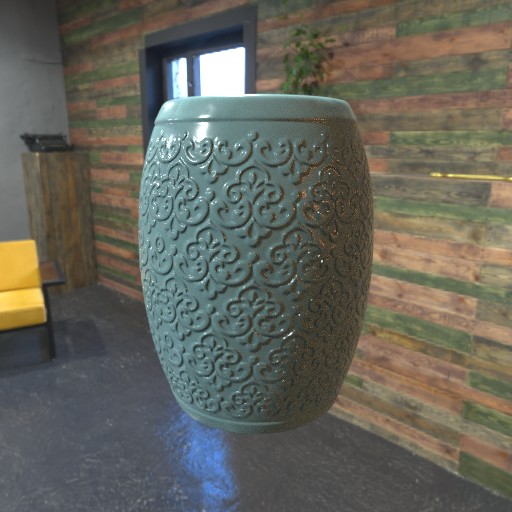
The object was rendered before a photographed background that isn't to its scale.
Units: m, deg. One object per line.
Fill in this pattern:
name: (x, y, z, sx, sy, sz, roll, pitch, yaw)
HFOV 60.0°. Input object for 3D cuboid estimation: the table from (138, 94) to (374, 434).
table: (0.000, 0.000, 0.606, 0.309, 0.397, 0.309, 0, 14, 0)
